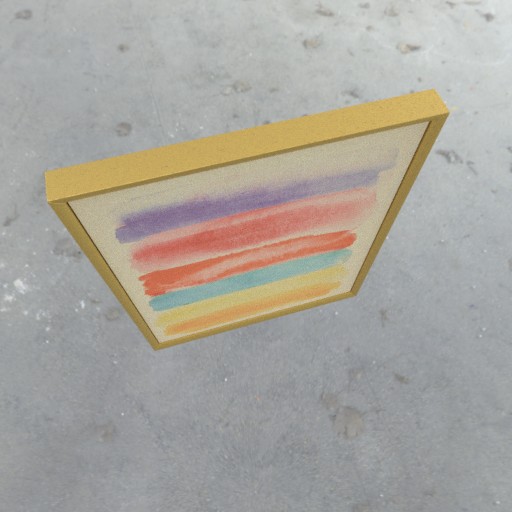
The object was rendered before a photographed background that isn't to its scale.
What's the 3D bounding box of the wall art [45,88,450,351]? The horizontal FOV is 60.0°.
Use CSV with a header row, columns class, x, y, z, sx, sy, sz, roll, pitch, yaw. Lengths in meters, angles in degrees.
class,x,y,z,sx,sy,sz,roll,pitch,yaw
wall art,0.000,0.000,0.861,0.537,0.642,0.048,-14,63,-7
